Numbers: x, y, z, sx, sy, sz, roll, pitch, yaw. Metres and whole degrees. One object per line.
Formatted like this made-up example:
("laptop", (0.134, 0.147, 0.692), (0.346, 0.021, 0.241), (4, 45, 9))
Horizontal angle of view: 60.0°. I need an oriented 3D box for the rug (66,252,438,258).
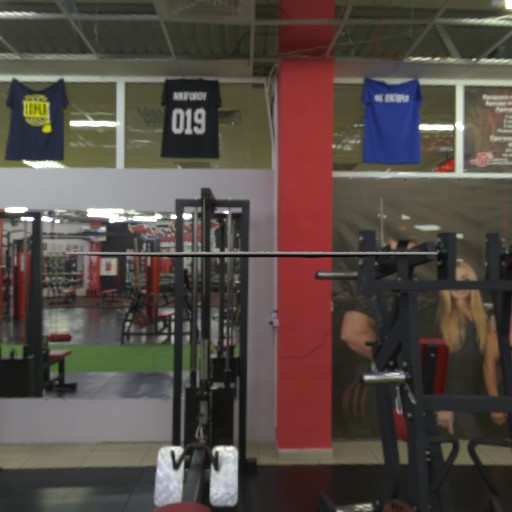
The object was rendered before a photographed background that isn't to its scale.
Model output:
("rug", (0.000, 0.000, 3.028), (1.531, 0.023, 2.444), (0, 0, 1))
